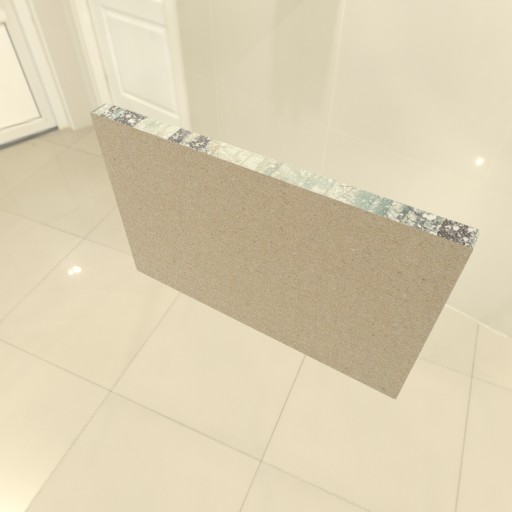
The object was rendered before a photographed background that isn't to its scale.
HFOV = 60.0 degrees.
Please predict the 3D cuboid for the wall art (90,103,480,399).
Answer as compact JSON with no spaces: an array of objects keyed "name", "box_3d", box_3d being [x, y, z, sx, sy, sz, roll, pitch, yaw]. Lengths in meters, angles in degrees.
[{"name":"wall art","box_3d":[0.000,0.000,0.785,0.618,0.398,0.042,24,51,21]}]
